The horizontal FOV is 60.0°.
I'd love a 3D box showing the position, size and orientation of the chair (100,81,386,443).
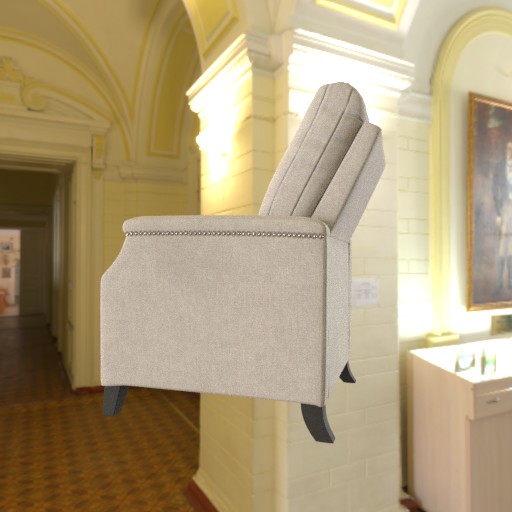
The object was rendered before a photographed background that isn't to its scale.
[{"bbox_3d":[0.000,0.000,1.654,0.922,1.049,0.710,0,-1,18],"label":"chair"}]
